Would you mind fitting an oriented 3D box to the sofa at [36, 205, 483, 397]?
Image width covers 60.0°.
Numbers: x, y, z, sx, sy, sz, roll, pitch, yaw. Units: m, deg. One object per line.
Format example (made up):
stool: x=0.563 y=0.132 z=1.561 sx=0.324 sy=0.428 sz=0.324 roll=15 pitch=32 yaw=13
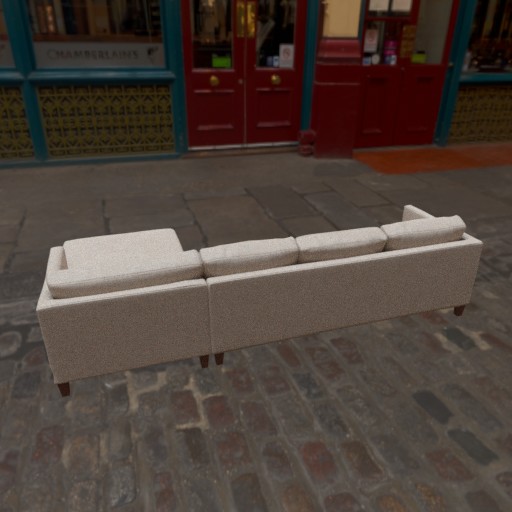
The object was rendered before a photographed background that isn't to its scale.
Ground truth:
sofa: x=0.000 y=0.000 z=3.776 sx=3.186 sy=0.846 sz=1.625 roll=-8 pitch=27 yaw=-16
